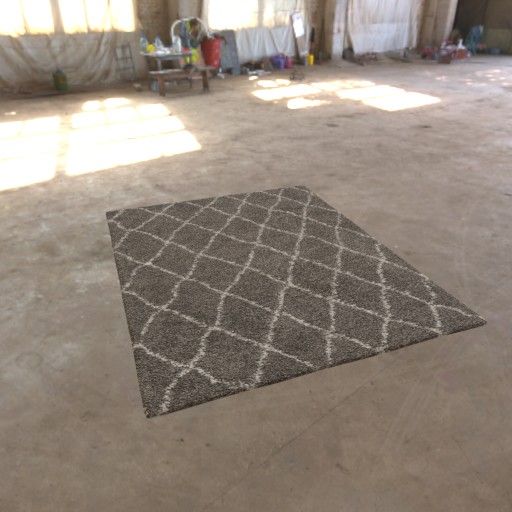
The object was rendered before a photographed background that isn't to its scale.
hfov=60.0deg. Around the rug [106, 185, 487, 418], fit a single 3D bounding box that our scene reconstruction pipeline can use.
[{"bbox_3d":[0.000,0.000,4.059,2.438,0.029,3.047,-10,31,-18],"label":"rug"}]
